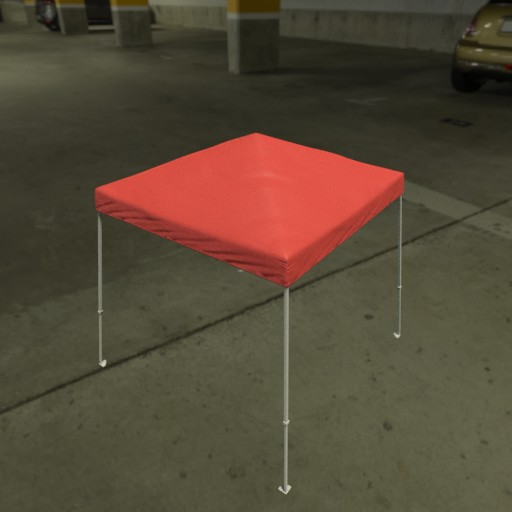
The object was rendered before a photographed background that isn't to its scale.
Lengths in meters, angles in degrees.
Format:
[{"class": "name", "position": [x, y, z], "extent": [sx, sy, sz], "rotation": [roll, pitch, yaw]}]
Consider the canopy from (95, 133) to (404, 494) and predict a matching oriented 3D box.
[{"class": "canopy", "position": [0.000, 0.000, 5.155], "extent": [2.849, 2.849, 2.848], "rotation": [21, 36, 31]}]
